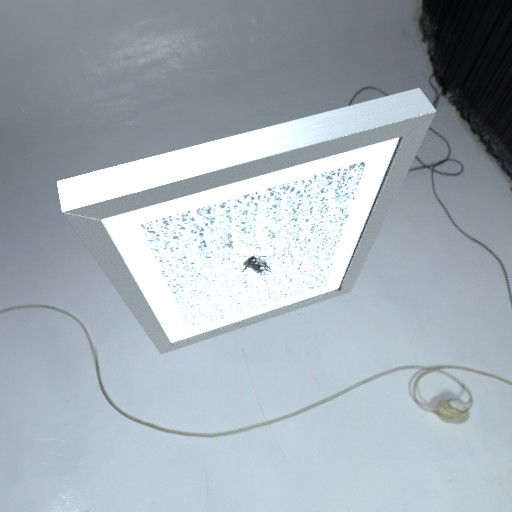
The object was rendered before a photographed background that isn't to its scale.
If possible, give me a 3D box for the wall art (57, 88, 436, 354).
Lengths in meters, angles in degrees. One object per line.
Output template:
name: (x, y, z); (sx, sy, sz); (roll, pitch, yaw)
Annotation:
wall art: (0.000, 0.000, 0.519); (0.308, 0.379, 0.030); (-17, 63, -9)
